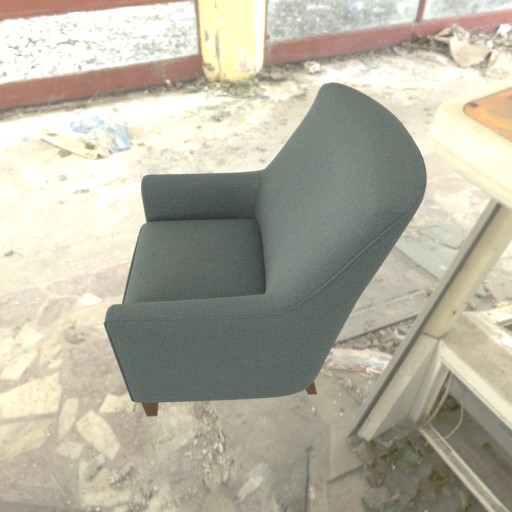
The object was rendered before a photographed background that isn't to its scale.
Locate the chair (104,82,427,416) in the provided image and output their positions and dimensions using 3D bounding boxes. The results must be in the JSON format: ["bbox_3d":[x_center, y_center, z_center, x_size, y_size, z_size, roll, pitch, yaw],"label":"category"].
[{"bbox_3d":[0.000,0.000,1.526,0.879,0.916,0.756,-2,42,-2],"label":"chair"}]
